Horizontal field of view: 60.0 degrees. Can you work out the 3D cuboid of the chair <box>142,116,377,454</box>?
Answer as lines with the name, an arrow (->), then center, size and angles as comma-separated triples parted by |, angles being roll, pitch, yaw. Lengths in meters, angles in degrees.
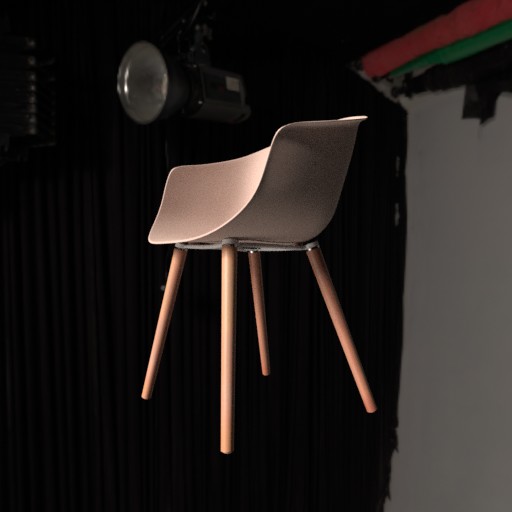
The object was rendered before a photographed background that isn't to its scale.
chair -> 0.000, 0.000, 1.169 | 0.504, 0.781, 0.593 | 0, 0, -36
